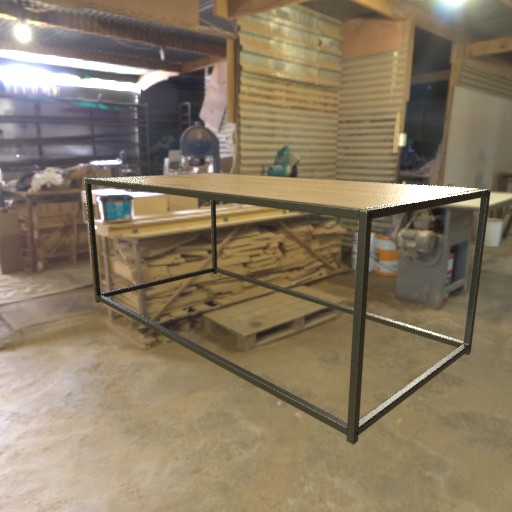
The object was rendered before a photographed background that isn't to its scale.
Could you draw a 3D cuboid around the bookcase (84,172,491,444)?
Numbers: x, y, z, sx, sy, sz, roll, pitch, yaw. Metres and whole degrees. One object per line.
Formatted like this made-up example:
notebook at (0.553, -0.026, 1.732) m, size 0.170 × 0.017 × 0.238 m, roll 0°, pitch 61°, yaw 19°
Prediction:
bookcase at (0.000, 0.000, 1.221) m, size 0.500 × 0.400 × 1.000 m, roll -13°, pitch 19°, yaw -42°
